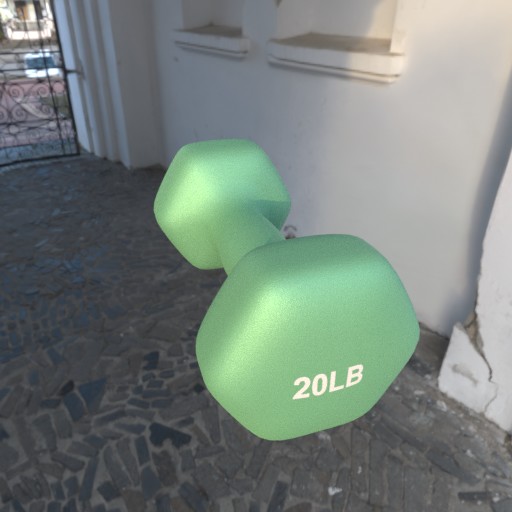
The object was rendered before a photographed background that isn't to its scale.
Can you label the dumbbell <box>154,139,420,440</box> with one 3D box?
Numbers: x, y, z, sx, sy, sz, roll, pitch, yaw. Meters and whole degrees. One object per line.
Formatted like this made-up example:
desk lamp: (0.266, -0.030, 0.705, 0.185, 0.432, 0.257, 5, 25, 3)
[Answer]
dumbbell: (0.000, 0.000, 0.331, 0.129, 0.117, 0.260, -9, 31, -15)
